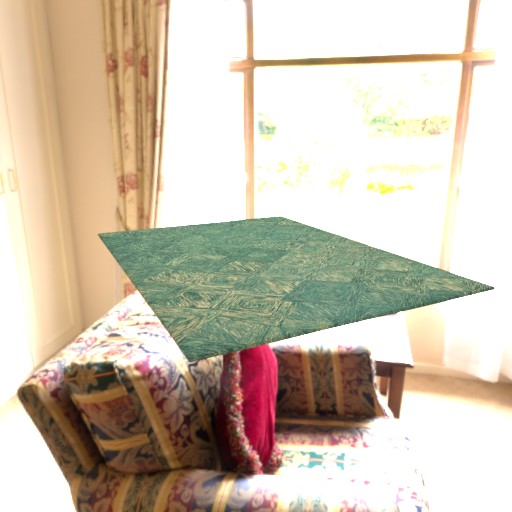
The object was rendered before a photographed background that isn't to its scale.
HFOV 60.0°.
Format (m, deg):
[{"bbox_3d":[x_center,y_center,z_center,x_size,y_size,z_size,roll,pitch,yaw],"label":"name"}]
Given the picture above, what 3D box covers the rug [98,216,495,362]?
[{"bbox_3d":[0.000,0.000,4.183,2.405,0.027,3.217,-8,18,-26],"label":"rug"}]
